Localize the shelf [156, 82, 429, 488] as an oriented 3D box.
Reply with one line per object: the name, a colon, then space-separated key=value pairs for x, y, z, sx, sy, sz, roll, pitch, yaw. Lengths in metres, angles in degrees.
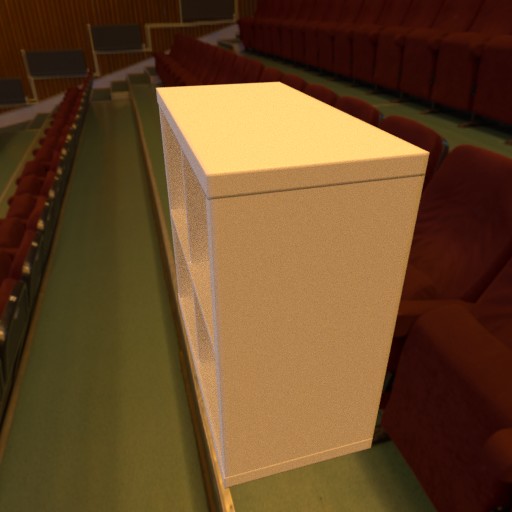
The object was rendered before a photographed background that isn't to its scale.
shelf: x=0.000 y=0.000 z=1.241 sx=0.390 sy=0.786 sz=0.790 roll=-8 pitch=31 yaw=-14
